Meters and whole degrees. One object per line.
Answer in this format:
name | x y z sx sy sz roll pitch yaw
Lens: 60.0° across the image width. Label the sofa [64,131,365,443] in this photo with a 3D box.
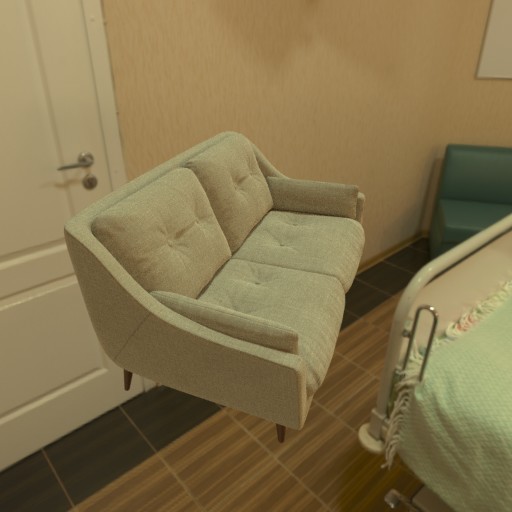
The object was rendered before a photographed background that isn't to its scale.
sofa | 0.000 0.000 2.223 0.965 0.888 1.652 9 30 17
